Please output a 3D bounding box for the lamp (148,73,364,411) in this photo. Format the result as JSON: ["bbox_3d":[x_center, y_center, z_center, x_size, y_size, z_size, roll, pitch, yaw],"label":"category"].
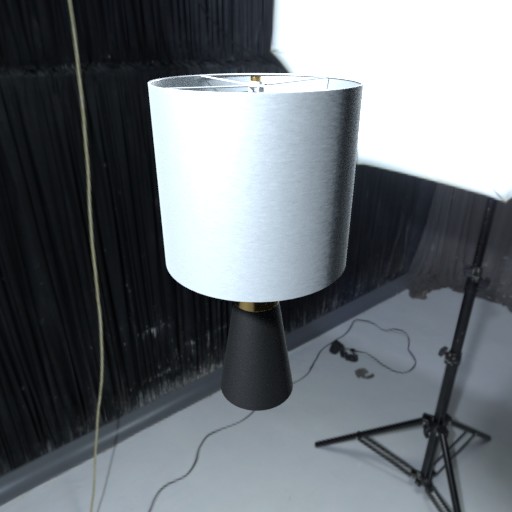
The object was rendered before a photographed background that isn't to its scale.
[{"bbox_3d":[0.000,0.000,0.771,0.308,0.580,0.308,-19,32,-33],"label":"lamp"}]
